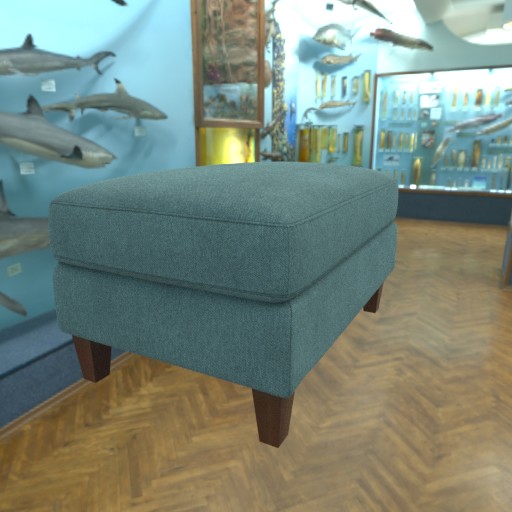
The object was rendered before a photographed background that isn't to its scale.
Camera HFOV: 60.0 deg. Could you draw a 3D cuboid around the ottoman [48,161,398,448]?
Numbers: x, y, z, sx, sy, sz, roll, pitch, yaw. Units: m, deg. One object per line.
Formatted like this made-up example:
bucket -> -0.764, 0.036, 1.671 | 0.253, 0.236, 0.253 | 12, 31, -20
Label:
ottoman -> 0.000, 0.000, 1.193 | 0.584, 0.483, 0.864 | 8, 17, 27
